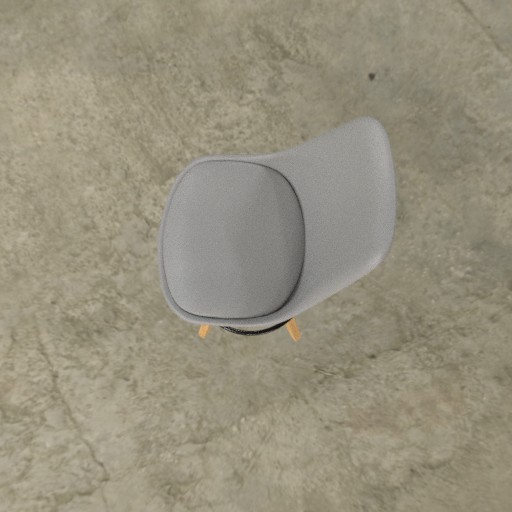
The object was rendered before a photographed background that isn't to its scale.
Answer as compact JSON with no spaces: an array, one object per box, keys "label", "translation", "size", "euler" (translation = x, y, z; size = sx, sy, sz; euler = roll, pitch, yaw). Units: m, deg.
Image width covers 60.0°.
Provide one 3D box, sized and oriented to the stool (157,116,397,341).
[{"label":"stool","translation":[0.000,0.000,1.385],"size":[0.550,1.115,0.485],"euler":[2,75,0]}]
